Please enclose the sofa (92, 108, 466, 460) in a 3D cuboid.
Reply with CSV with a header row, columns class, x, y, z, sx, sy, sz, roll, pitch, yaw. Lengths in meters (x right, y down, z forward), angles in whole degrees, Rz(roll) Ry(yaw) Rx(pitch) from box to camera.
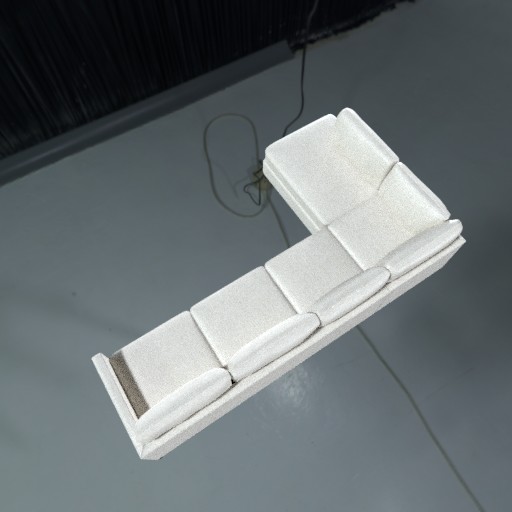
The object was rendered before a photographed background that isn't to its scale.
class,x,y,z,sx,sy,sz,roll,pitch,yaw
sofa,0.000,0.000,4.267,3.384,0.996,2.048,-31,68,-14
